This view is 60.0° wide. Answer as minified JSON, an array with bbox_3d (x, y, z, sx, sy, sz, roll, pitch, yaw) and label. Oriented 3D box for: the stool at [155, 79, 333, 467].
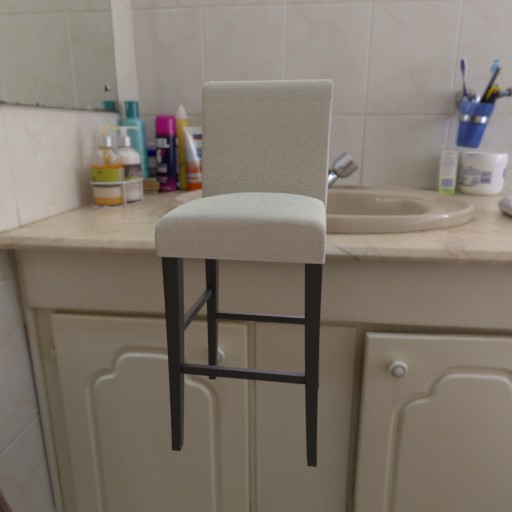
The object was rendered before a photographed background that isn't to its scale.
[{"bbox_3d":[0.000,0.000,1.447,0.452,1.124,0.597,2,16,9],"label":"stool"}]
